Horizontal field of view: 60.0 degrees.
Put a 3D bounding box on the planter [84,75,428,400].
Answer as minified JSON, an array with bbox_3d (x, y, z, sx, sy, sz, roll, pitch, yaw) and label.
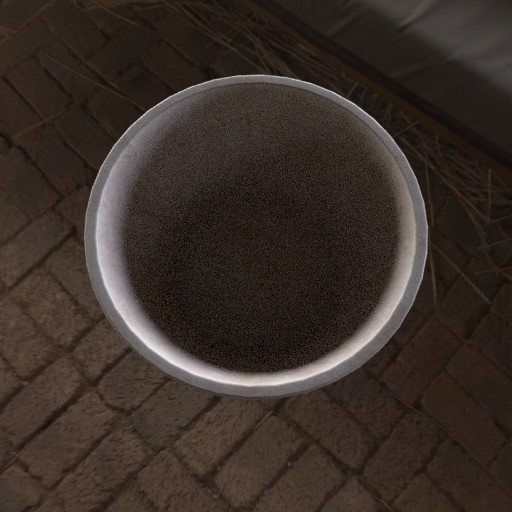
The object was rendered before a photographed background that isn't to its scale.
[{"bbox_3d":[0.000,0.000,0.273,0.164,0.127,0.164,0,74,0],"label":"planter"}]
